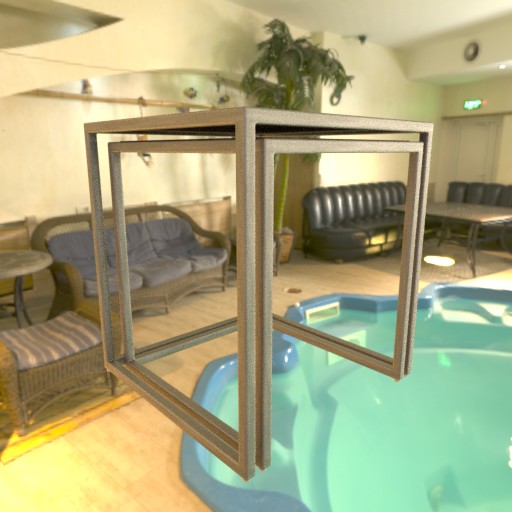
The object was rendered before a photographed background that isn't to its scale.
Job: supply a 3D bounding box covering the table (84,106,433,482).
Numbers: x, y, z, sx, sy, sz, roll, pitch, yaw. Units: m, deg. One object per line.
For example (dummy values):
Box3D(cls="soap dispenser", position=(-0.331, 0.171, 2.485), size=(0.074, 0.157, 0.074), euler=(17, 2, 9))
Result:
Box3D(cls="table", position=(0.000, 0.000, 0.859), size=(0.450, 0.500, 0.449), euler=(-12, 18, -41))
